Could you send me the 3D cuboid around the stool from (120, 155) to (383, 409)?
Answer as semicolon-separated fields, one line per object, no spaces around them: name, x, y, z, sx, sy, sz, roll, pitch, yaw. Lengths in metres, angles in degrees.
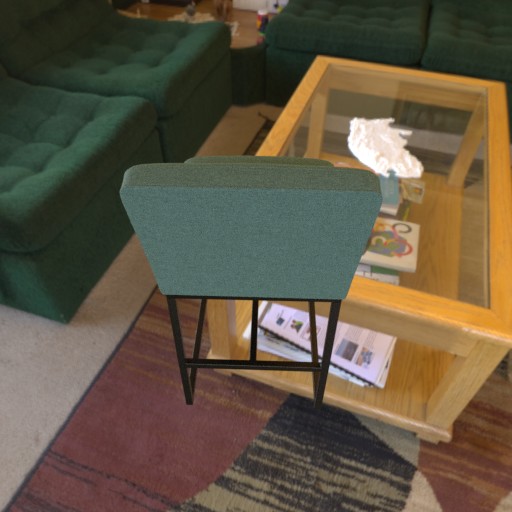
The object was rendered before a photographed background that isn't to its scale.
stool;0.000;0.000;1.259;0.460;0.940;0.560;1;47;1
